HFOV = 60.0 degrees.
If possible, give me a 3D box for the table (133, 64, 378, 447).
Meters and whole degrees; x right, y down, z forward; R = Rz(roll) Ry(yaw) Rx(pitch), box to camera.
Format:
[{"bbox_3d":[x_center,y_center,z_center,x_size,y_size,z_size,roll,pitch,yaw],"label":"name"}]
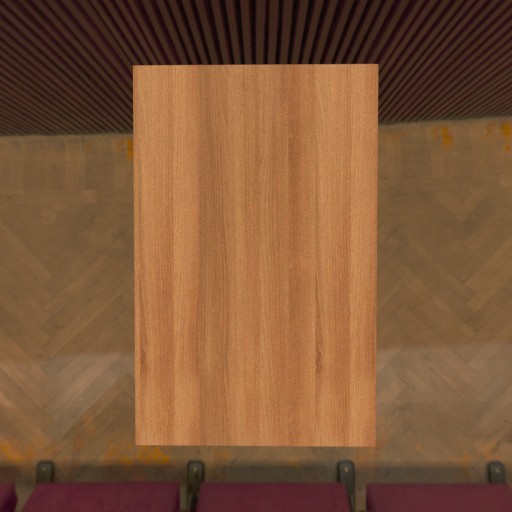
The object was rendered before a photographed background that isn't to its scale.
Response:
[{"bbox_3d":[0.000,0.000,1.443,0.700,0.330,1.100,0,91,1],"label":"table"}]
